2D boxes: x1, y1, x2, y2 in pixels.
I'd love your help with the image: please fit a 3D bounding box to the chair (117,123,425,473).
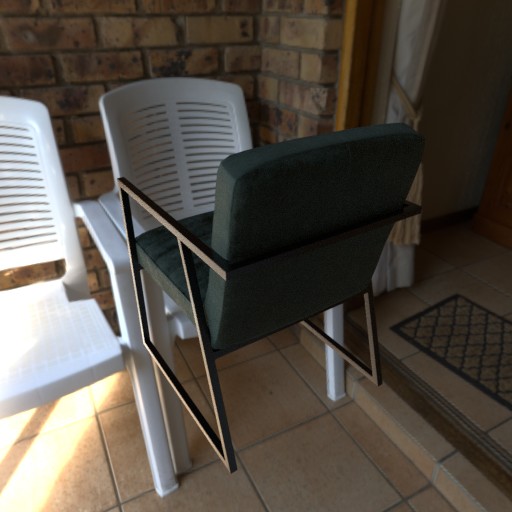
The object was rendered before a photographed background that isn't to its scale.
[{"bbox_3d":[0.000,0.000,1.308,0.571,0.833,0.677,-18,34,-29],"label":"chair"}]
